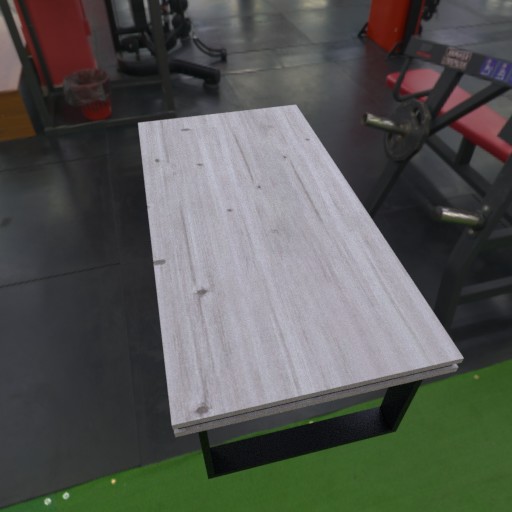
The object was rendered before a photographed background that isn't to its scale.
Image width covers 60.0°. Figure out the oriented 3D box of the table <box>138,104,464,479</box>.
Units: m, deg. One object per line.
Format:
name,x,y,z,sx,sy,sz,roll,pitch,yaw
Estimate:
table,0.000,0.000,1.630,0.700,0.450,1.350,-10,46,-10
